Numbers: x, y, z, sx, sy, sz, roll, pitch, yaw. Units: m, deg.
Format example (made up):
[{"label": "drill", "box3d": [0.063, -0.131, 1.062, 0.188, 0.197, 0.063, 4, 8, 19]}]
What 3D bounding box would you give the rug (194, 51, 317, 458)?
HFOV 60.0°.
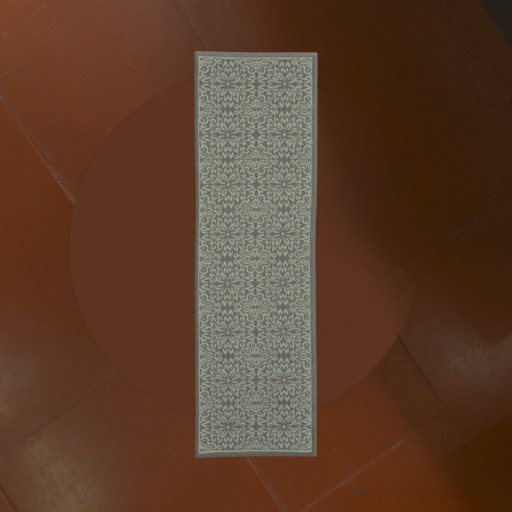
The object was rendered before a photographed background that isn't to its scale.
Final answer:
[{"label": "rug", "box3d": [0.000, 0.000, 2.402, 0.662, 0.011, 2.196, 0, 91, -1]}]
